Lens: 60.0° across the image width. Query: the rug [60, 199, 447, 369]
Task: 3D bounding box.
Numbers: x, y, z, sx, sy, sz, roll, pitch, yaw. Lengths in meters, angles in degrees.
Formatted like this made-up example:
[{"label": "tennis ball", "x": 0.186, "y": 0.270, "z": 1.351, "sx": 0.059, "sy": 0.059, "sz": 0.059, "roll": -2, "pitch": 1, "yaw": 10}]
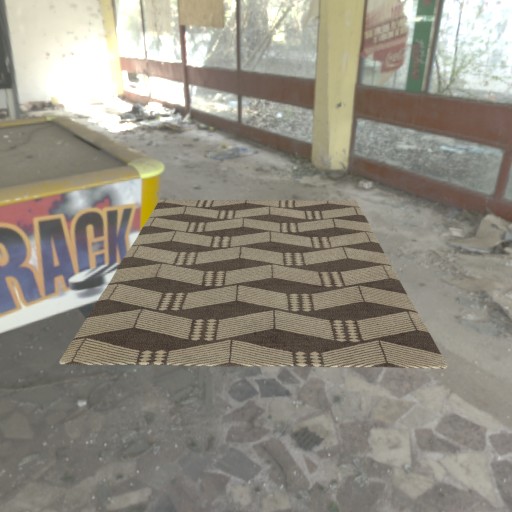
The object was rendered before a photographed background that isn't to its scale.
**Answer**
[{"label": "rug", "x": 0.000, "y": 0.000, "z": 4.121, "sx": 2.438, "sy": 0.016, "sz": 3.048, "roll": 0, "pitch": 27, "yaw": 1}]
